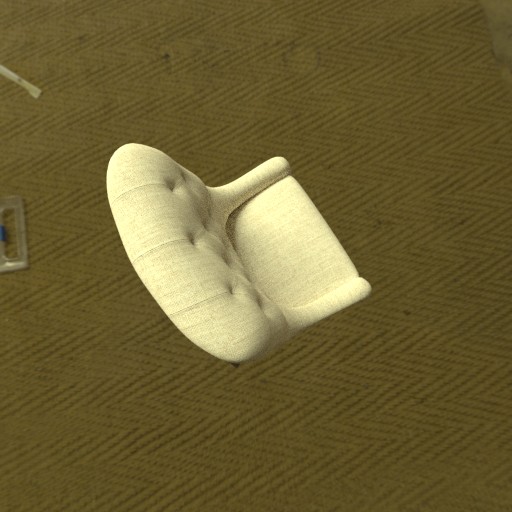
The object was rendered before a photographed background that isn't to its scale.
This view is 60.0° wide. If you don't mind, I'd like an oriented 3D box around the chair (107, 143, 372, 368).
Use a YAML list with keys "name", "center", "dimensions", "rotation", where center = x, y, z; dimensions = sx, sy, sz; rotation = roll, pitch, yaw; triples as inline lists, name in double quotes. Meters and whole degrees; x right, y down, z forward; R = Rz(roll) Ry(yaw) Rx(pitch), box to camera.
- name: "chair"
  center: [0.000, 0.000, 1.513]
  dimensions: [0.629, 1.091, 0.634]
  rotation: [-30, 77, -8]
